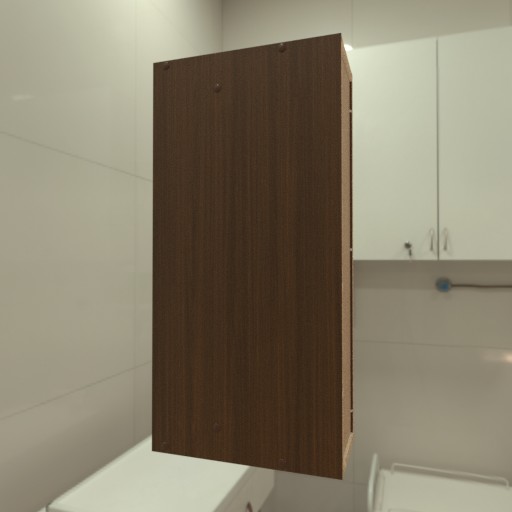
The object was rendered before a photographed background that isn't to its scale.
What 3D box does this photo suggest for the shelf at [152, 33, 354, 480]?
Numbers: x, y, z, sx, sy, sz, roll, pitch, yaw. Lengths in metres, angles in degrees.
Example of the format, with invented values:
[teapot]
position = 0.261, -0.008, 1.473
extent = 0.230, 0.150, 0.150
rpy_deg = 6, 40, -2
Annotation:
[shelf]
position = 0.000, 0.000, 0.708
extent = 0.290, 0.600, 0.147
rpy_deg = 0, -1, 18
